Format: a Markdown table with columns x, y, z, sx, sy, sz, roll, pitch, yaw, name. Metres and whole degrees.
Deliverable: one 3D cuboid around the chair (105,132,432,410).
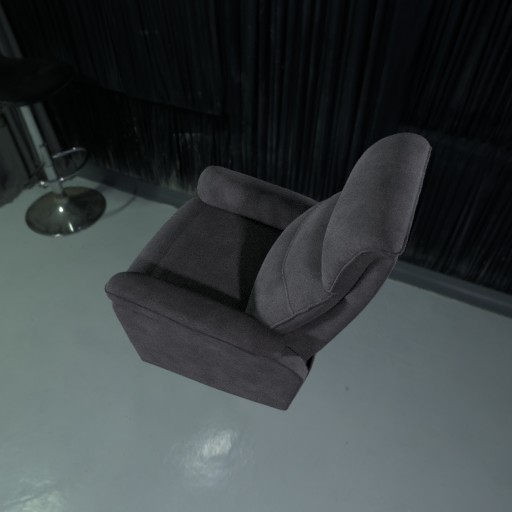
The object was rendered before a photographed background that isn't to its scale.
| x | y | z | sx | sy | sz | roll | pitch | yaw | name |
| --- | --- | --- | --- | --- | --- | --- | --- | --- | --- |
| 0.000 | 0.000 | 1.721 | 1.009 | 1.035 | 0.830 | 17 | 48 | 16 | chair |
